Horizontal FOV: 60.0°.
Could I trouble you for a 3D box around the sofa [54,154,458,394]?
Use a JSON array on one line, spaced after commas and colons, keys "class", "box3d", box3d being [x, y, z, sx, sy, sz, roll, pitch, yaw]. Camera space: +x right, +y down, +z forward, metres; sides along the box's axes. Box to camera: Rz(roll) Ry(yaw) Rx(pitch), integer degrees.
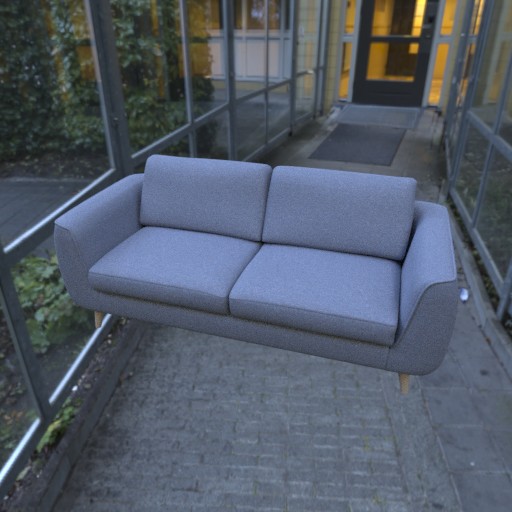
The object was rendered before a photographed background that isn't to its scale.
[{"class": "sofa", "box3d": [0.000, 0.000, 2.506, 2.000, 0.870, 0.920, 8, 29, 16]}]
